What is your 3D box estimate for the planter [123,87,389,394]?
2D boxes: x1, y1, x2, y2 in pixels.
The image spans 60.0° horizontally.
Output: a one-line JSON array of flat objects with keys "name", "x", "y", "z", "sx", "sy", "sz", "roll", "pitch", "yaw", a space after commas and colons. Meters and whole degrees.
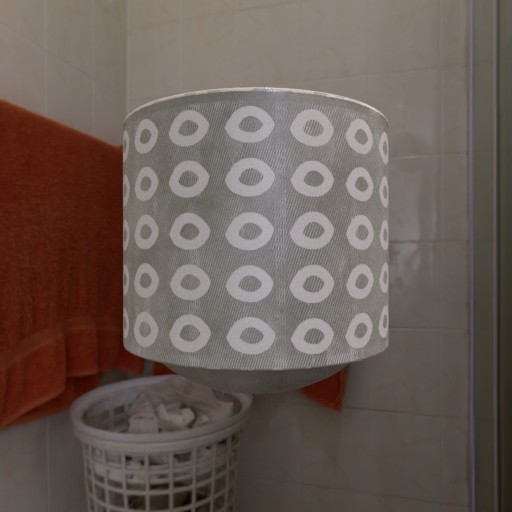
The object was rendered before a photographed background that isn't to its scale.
[{"name": "planter", "x": 0.000, "y": 0.000, "z": 0.331, "sx": 0.190, "sy": 0.181, "sz": 0.190, "roll": 0, "pitch": 0, "yaw": 0}]
